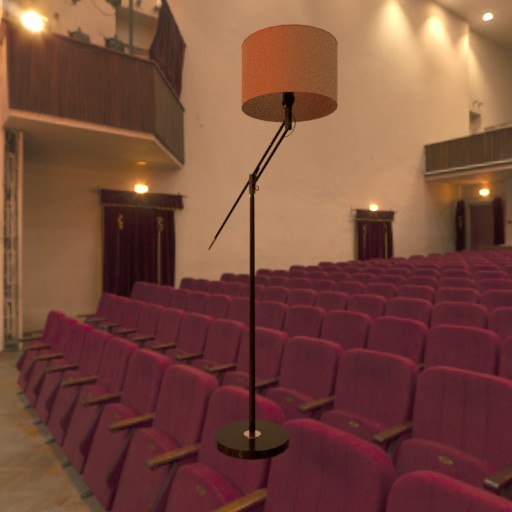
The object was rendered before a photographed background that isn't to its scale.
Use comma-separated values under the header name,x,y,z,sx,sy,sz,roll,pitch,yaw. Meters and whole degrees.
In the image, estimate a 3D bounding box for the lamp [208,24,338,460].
name,x,y,z,sx,sy,sz,roll,pitch,yaw
lamp,0.000,0.000,1.914,0.373,1.635,0.809,-1,1,-36
